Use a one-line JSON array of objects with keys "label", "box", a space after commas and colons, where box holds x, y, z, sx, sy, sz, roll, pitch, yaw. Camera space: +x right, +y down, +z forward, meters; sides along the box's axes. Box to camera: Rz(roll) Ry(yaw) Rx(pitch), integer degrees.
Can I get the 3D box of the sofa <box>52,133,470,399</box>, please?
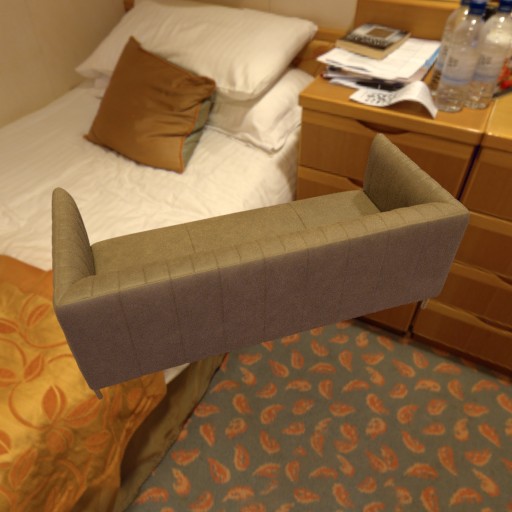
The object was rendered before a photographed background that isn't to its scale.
[{"label": "sofa", "box": [0.000, 0.000, 2.443, 1.980, 0.779, 0.876, -13, 44, -13]}]
